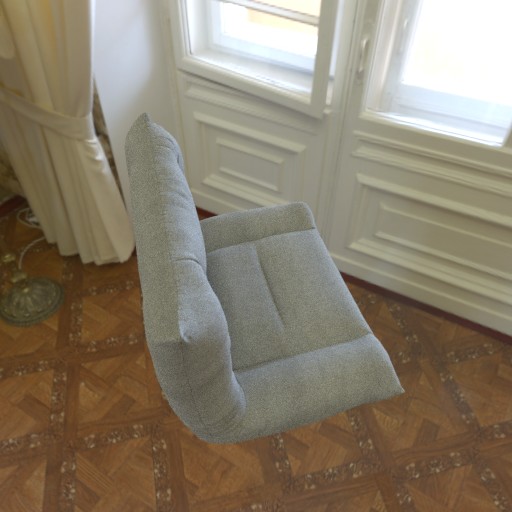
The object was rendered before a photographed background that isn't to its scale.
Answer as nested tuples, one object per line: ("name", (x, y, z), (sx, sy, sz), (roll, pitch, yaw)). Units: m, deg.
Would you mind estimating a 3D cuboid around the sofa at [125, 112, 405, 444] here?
("sofa", (0.000, 0.000, 1.704), (0.847, 0.795, 1.144), (-11, 47, -10))
